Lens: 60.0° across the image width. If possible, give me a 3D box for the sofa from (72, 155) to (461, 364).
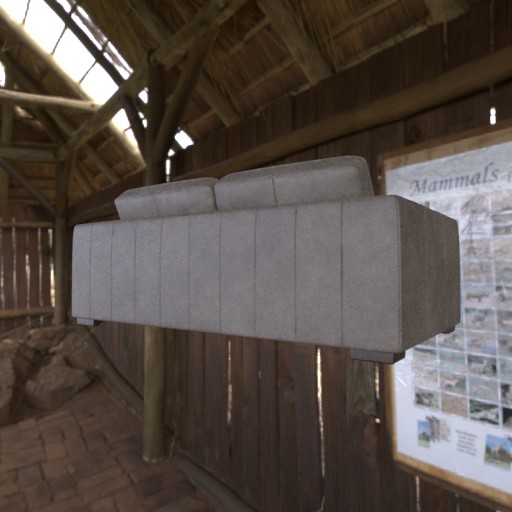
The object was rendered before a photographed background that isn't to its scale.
[{"bbox_3d":[0.000,0.000,2.462,1.920,0.800,1.070,-1,-2,35],"label":"sofa"}]
